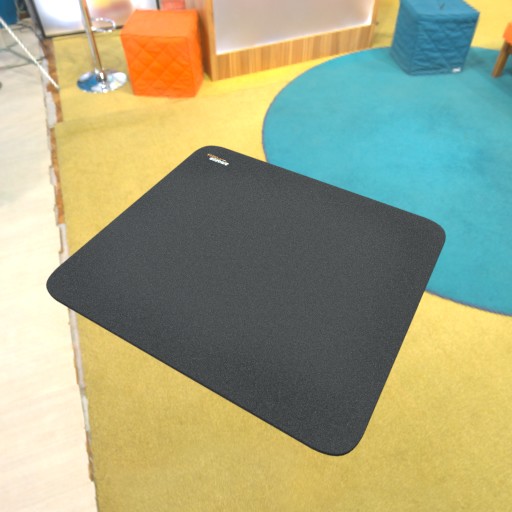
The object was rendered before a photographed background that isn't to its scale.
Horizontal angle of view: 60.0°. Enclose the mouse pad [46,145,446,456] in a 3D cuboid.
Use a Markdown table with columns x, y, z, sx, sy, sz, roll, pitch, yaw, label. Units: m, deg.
| x | y | z | sx | sy | sz | roll | pitch | yaw | label |
| --- | --- | --- | --- | --- | --- | --- | --- | --- | --- |
| 0.000 | 0.000 | 0.321 | 0.229 | 0.003 | 0.203 | 24 | 52 | 20 | mouse pad |
